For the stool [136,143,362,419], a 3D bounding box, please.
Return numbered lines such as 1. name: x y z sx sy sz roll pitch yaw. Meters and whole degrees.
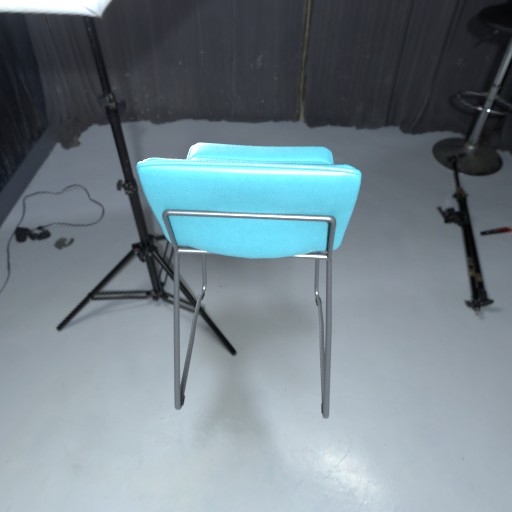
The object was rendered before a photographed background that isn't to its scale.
1. stool: 0.000 0.000 1.241 0.489 0.936 0.524 3 46 2
